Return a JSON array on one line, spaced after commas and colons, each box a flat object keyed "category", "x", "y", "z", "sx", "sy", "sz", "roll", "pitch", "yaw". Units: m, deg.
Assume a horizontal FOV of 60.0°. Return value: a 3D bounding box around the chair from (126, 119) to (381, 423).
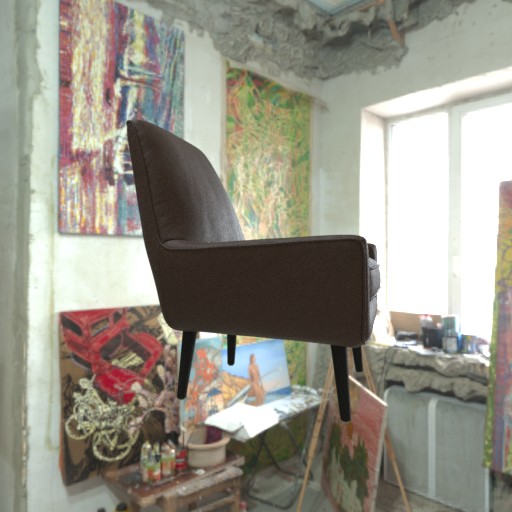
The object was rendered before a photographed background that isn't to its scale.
[{"category": "chair", "x": 0.000, "y": 0.000, "z": 1.533, "sx": 0.824, "sy": 0.888, "sz": 0.787, "roll": 0, "pitch": 0, "yaw": 17}]
